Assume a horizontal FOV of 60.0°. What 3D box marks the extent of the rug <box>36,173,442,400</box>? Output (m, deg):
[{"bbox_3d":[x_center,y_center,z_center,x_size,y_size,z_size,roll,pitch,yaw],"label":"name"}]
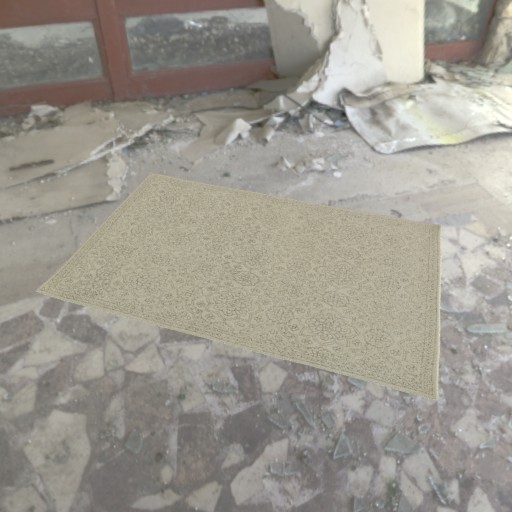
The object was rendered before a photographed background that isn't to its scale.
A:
[{"bbox_3d":[0.000,0.000,2.440,1.947,0.023,1.214,12,43,13],"label":"rug"}]
